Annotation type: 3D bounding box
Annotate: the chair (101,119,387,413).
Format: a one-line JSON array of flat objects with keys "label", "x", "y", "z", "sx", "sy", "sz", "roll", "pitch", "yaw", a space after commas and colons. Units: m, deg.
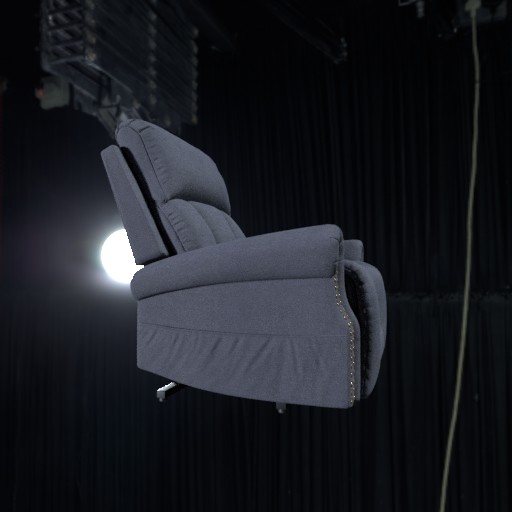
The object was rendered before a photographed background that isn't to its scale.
[{"label": "chair", "x": 0.000, "y": 0.000, "z": 1.764, "sx": 0.979, "sy": 1.031, "sz": 0.871, "roll": -1, "pitch": -2, "yaw": 18}]
